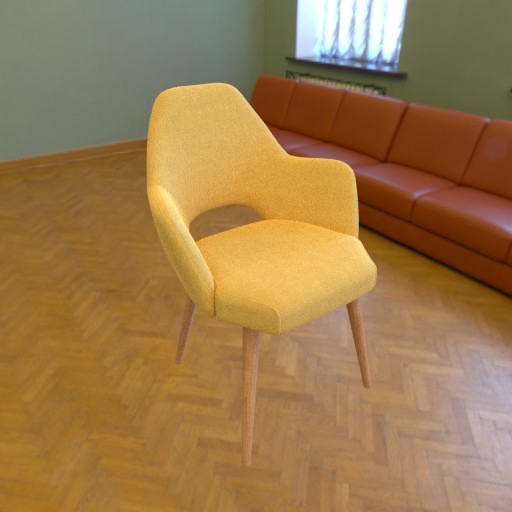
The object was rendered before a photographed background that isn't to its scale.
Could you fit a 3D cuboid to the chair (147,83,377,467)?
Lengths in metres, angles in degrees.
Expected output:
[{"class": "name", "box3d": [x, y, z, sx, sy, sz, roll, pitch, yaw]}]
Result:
[{"class": "chair", "box3d": [0.000, 0.000, 1.245, 0.590, 0.840, 0.610, -20, 35, -31]}]
